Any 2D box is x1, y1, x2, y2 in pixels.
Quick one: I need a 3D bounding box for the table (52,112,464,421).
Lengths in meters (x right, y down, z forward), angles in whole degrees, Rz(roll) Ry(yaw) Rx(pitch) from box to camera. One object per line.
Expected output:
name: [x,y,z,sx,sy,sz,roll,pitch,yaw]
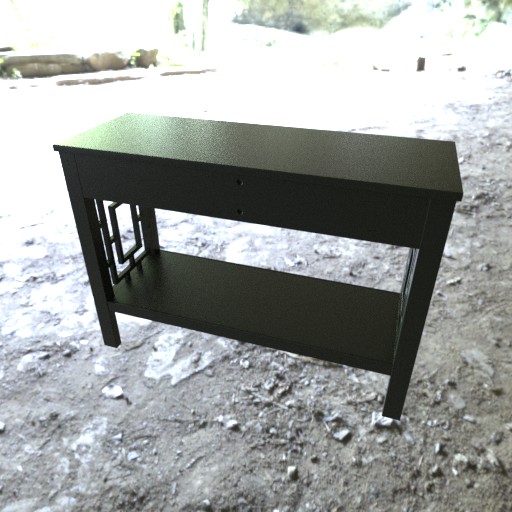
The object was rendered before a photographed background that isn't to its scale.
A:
table: [0.000,0.000,1.448,1.068,0.753,0.397,10,33,16]
